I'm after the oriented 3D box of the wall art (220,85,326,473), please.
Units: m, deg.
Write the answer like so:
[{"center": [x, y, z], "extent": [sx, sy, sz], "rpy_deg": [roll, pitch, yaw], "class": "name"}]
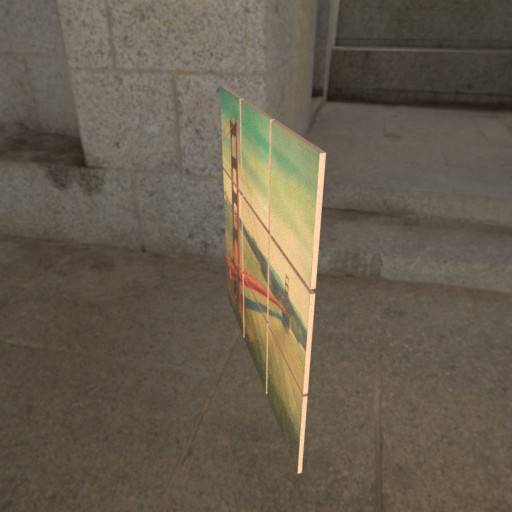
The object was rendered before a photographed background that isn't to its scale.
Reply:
[{"center": [0.000, 0.000, 1.879], "extent": [0.016, 1.207, 1.217], "rpy_deg": [-8, 29, -14], "class": "wall art"}]
